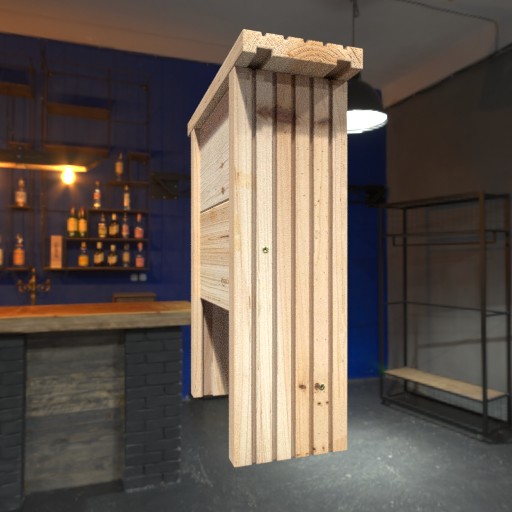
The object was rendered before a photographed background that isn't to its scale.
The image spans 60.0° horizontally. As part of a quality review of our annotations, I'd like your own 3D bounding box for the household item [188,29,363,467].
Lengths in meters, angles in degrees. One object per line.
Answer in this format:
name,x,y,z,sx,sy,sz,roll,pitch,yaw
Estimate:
household item,0.000,0.000,0.558,0.123,0.407,0.301,0,0,-18
